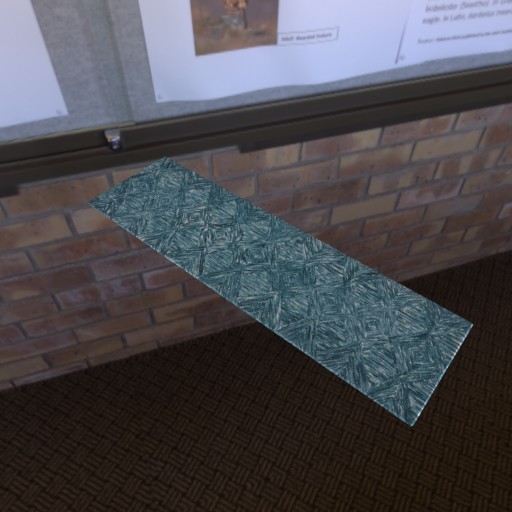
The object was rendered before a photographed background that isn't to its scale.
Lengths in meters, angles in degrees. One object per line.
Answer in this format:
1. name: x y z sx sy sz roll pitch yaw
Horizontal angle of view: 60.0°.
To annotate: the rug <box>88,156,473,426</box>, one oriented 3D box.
1. rug: 0.000 0.000 2.557 2.286 0.016 0.676 31 54 26
